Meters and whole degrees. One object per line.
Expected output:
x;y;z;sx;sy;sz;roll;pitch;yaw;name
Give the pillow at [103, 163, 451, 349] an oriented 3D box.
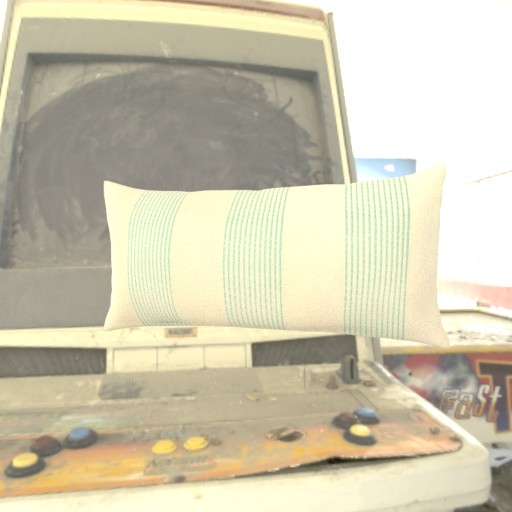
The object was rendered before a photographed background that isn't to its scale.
0.000;0.000;0.753;0.610;0.287;0.151;0;0;17;pillow
